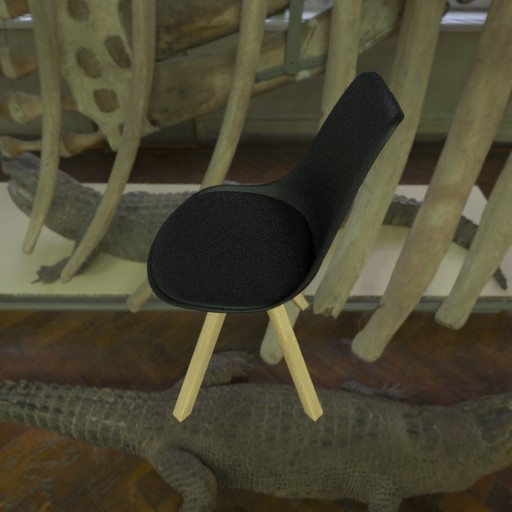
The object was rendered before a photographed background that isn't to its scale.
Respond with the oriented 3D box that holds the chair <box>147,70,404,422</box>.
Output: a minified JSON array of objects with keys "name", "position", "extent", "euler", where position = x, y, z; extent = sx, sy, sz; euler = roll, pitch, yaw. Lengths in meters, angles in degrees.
[{"name":"chair","position":[0.000,0.000,1.141],"extent":[0.549,0.850,0.485],"euler":[0,42,0]}]
